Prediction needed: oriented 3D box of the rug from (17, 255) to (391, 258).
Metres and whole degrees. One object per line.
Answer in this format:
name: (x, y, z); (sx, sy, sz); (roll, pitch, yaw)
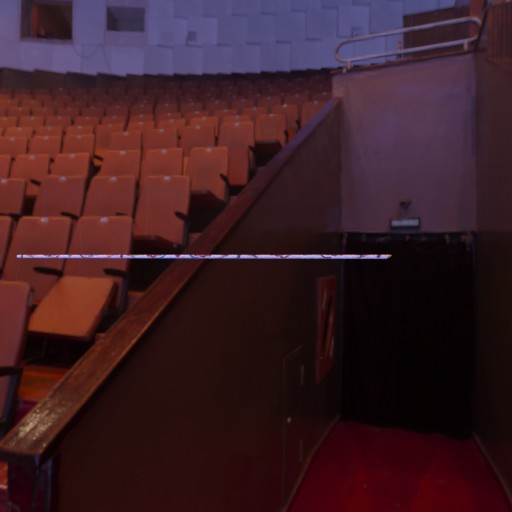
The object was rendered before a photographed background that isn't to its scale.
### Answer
rug: (0.000, 0.000, 4.208); (2.446, 0.020, 3.215); (0, 0, 17)
